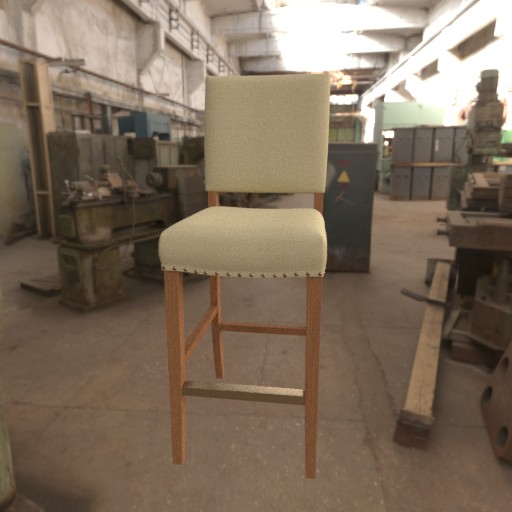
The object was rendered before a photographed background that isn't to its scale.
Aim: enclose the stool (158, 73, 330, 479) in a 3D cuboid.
[{"bbox_3d":[0.000,0.000,1.432,0.445,1.168,0.584,2,14,8],"label":"stool"}]
